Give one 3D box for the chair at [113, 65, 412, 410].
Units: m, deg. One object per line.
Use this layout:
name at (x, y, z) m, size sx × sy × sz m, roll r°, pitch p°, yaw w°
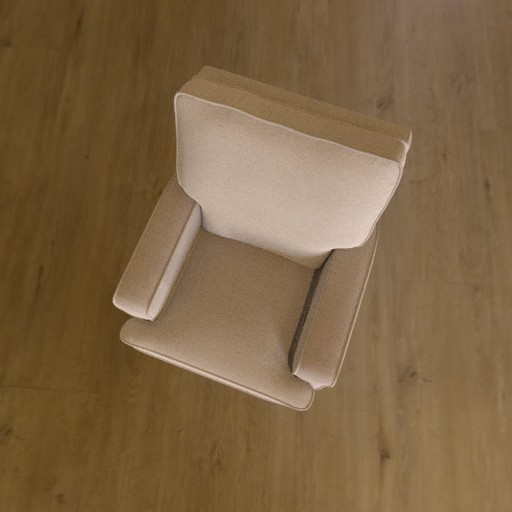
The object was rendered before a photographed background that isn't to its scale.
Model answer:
chair at (0.000, 0.000, 1.699) m, size 0.861 × 0.964 × 0.969 m, roll 20°, pitch 75°, yaw 6°
